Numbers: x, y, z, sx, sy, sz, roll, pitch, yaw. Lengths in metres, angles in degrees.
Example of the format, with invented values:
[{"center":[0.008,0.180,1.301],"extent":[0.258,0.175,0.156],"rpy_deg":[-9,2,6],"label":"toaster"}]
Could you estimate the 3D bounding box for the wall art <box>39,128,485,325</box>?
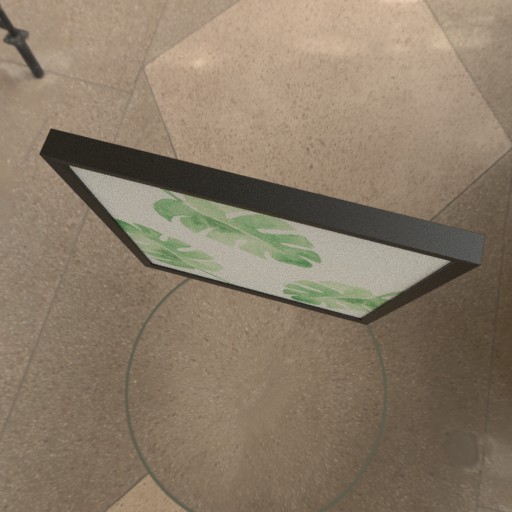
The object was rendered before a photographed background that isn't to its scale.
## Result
[{"center":[0.000,0.000,0.739],"extent":[0.508,0.508,0.036],"rpy_deg":[14,74,4],"label":"wall art"}]
